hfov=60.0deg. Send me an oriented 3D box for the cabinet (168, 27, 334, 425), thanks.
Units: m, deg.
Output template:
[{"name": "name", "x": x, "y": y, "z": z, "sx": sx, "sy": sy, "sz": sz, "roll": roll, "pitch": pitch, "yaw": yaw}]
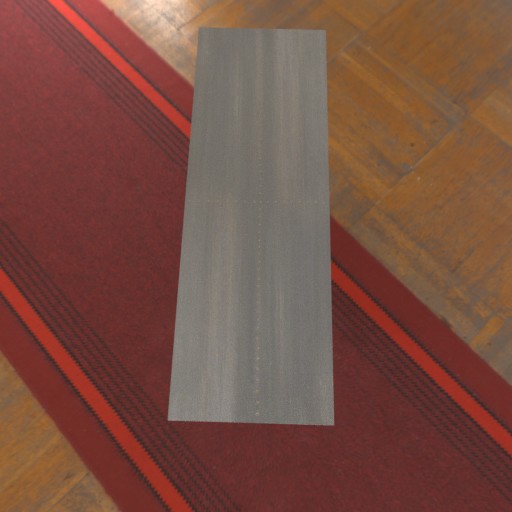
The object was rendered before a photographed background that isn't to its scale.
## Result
[{"name": "cabinet", "x": 0.000, "y": 0.000, "z": 1.460, "sx": 0.338, "sy": 0.919, "sz": 0.968, "roll": 2, "pitch": 73, "yaw": 0}]
